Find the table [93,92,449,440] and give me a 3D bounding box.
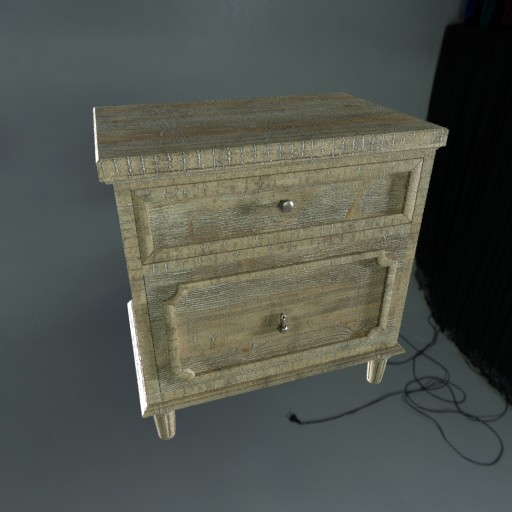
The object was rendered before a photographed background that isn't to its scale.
[{"bbox_3d":[0.000,0.000,1.159,0.686,0.711,0.457,-9,31,-16],"label":"table"}]
